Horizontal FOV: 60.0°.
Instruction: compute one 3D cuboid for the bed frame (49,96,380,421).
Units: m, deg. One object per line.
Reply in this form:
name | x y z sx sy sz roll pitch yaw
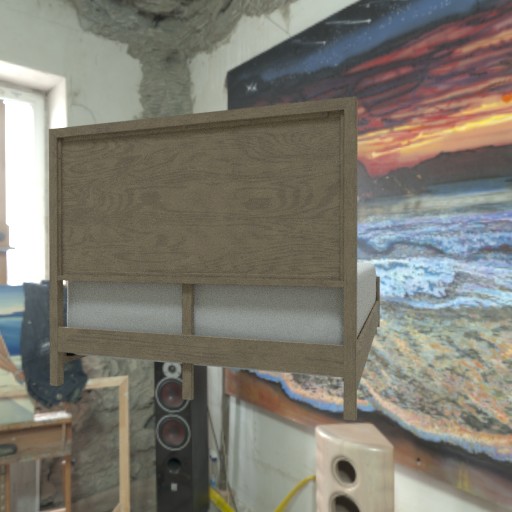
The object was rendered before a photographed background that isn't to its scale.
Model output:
bed frame | 0.000 0.000 3.158 1.606 1.369 2.189 0 1 18
